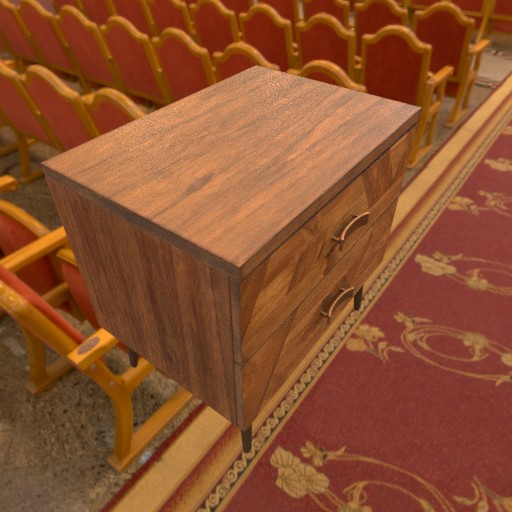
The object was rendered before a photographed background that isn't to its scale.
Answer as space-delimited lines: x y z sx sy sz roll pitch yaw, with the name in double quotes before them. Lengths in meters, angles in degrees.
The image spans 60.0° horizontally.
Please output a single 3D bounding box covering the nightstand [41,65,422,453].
"nightstand" 0.000 0.000 1.034 0.458 0.610 0.610 27 48 27
